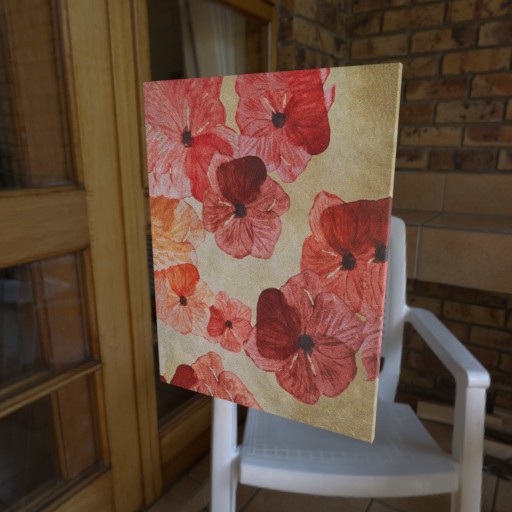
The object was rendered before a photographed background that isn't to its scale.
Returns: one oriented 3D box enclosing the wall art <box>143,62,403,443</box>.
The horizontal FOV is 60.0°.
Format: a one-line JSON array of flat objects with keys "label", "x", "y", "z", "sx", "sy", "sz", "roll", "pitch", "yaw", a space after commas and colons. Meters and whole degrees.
[{"label": "wall art", "x": 0.000, "y": 0.000, "z": 1.325, "sx": 0.762, "sy": 1.015, "sz": 0.031, "roll": 7, "pitch": 16, "yaw": 26}]
